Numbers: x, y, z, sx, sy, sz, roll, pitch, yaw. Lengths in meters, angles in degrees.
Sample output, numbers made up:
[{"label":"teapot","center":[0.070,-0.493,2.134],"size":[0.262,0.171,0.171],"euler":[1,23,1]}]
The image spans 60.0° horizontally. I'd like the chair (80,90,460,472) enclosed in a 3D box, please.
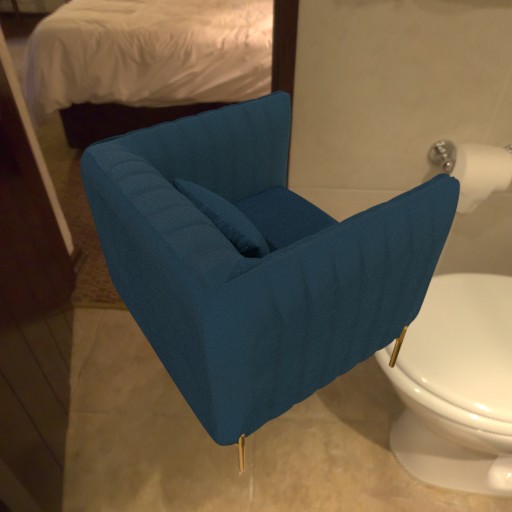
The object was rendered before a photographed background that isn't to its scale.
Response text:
[{"label":"chair","center":[0.000,0.000,1.590],"size":[0.877,0.793,0.947],"euler":[-24,46,-25]}]
